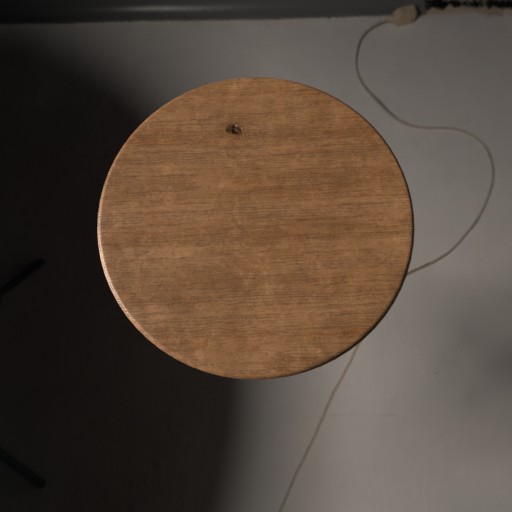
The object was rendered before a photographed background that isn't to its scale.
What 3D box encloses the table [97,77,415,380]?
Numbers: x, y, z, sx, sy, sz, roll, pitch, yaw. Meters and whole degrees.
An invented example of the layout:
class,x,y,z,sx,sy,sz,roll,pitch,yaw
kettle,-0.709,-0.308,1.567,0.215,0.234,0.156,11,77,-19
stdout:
class,x,y,z,sx,sy,sz,roll,pitch,yaw
table,0.000,0.000,0.820,0.432,0.460,0.432,0,76,0
